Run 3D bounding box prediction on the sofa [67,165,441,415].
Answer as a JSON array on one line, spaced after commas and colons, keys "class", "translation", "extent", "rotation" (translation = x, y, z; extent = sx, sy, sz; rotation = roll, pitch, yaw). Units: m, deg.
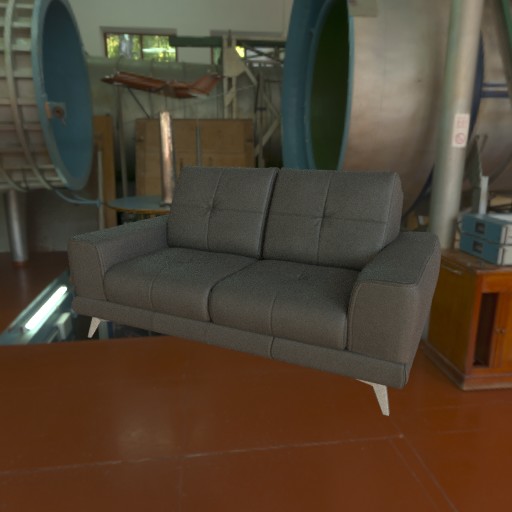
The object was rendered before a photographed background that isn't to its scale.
[{"class": "sofa", "translation": [0.000, 0.000, 2.395], "extent": [1.806, 0.907, 1.018], "rotation": [7, 16, 26]}]
